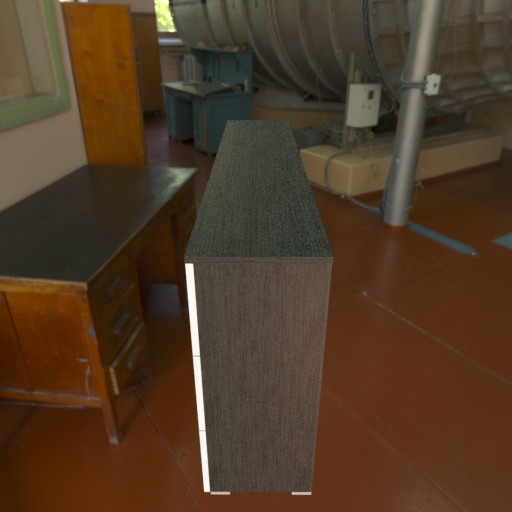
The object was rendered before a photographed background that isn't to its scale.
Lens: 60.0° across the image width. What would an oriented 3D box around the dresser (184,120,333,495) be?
[{"bbox_3d":[0.000,0.000,1.800,0.333,0.790,1.535,0,27,0],"label":"dresser"}]
